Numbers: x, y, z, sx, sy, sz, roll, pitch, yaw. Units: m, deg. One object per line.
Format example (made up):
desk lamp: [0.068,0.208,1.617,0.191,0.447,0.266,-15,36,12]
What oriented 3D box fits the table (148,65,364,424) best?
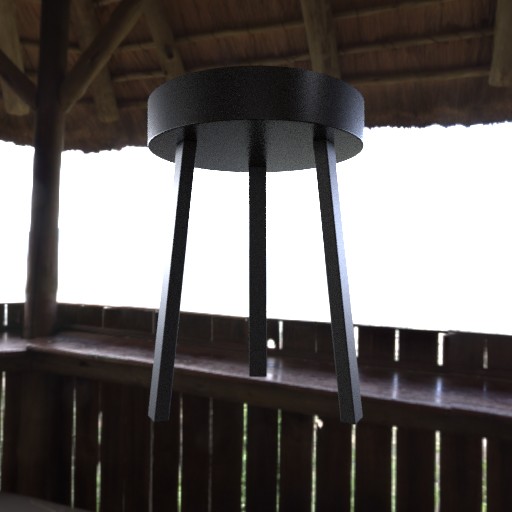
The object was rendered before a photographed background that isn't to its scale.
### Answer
table: [0.000,0.000,0.855,0.406,0.559,0.406,0,-1,0]
